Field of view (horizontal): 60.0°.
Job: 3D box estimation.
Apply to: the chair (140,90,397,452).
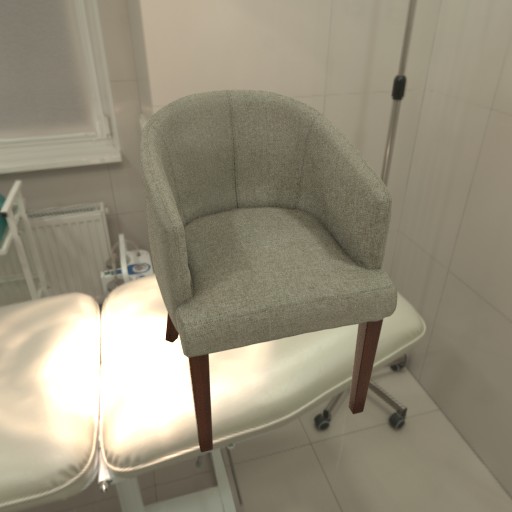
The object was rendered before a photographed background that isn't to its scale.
[{"bbox_3d":[0.000,0.000,1.283,0.583,0.811,0.655,-9,32,-14],"label":"chair"}]
